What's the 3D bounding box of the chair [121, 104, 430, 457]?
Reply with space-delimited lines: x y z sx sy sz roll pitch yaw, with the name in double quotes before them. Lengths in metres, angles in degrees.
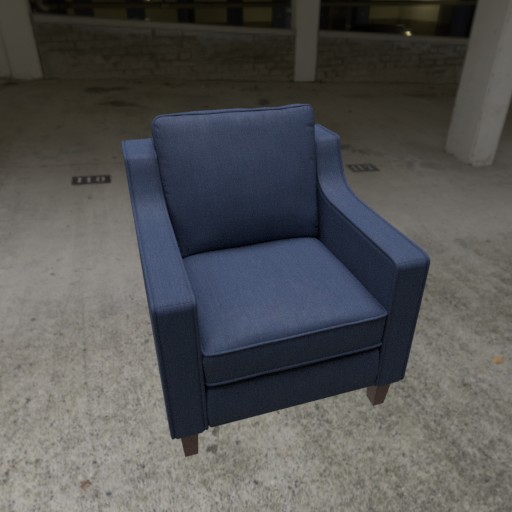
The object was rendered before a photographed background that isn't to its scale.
"chair" 0.000 0.000 1.655 0.831 0.960 0.909 -9 33 -15
